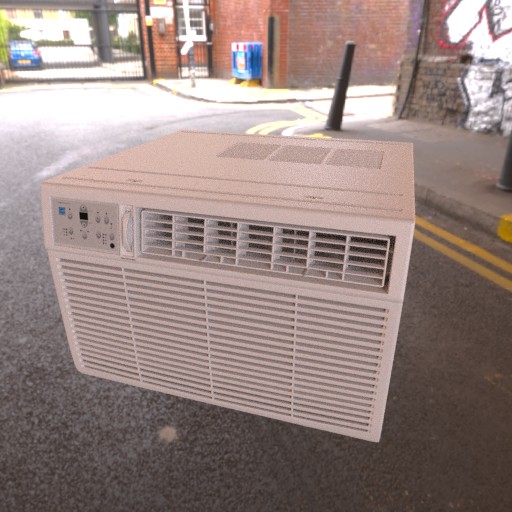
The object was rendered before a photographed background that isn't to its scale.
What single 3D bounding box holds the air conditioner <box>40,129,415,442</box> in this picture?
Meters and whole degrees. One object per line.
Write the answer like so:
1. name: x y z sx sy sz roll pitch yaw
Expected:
1. air conditioner: 0.000 0.000 1.045 0.645 0.455 0.599 8 27 16
